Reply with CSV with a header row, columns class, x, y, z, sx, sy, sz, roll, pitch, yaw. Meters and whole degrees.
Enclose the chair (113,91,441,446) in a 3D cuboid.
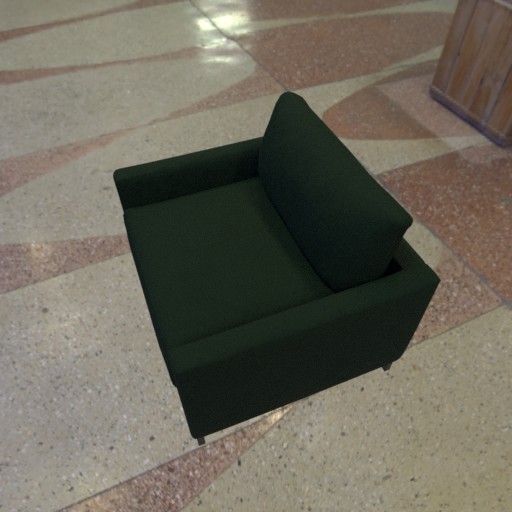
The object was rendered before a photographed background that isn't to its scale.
class,x,y,z,sx,sy,sz,roll,pitch,yaw
chair,0.000,0.000,1.676,0.866,0.861,0.963,-17,50,-15
